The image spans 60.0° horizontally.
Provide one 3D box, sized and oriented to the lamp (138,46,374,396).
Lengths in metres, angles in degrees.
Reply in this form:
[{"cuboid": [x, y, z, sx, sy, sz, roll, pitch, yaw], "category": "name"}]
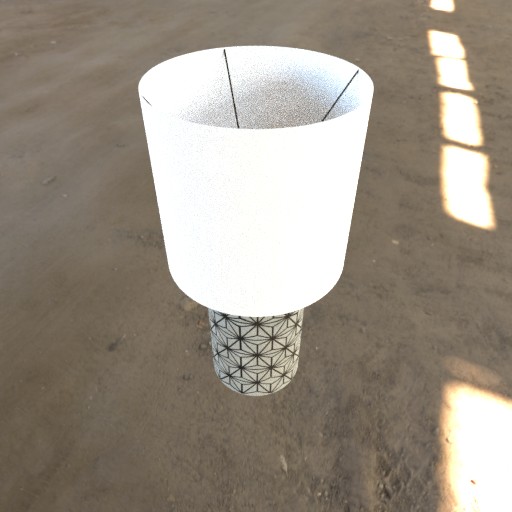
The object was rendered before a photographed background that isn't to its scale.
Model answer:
[{"cuboid": [0.000, 0.000, 0.531, 0.206, 0.416, 0.206, -12, 42, -14], "category": "lamp"}]
